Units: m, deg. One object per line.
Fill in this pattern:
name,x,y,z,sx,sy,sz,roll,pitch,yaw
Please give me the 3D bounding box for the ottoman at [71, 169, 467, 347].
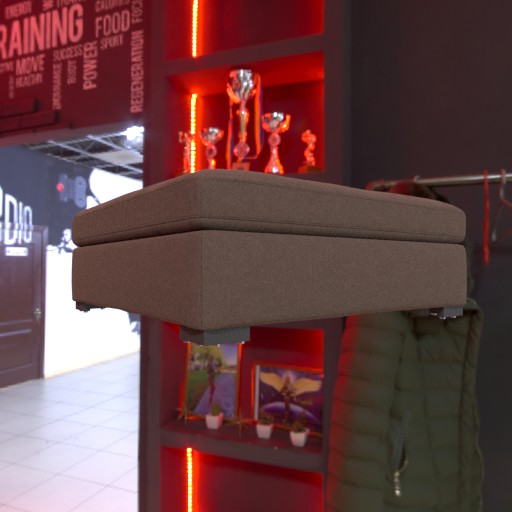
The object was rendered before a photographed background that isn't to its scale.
ottoman,0.000,0.000,1.813,1.181,0.470,1.181,1,-2,-36
